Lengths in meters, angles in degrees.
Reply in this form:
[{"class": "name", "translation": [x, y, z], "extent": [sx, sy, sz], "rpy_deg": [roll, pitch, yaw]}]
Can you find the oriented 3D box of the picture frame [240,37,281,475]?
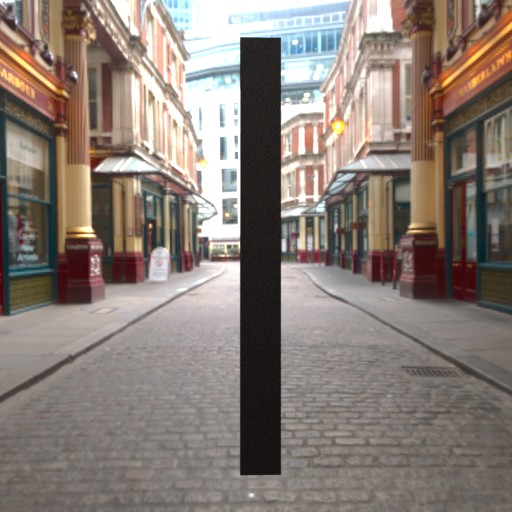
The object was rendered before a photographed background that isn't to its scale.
[{"class": "picture frame", "translation": [0.000, 0.000, 0.479], "extent": [0.030, 0.317, 0.317], "rpy_deg": [0, 0, -1]}]
